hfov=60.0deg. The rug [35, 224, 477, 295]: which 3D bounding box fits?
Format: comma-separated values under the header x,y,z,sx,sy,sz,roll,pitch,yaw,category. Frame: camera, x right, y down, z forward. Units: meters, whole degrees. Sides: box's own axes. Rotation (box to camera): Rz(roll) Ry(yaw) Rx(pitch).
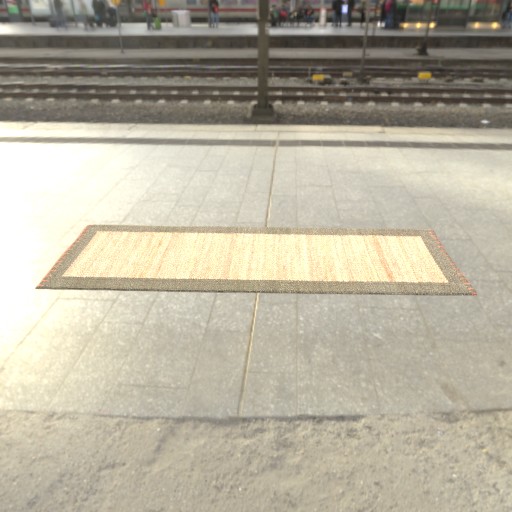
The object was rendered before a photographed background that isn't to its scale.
x,y,z,sx,sy,sz,roll,pitch,yaw,category
0.000,0.000,2.748,2.413,0.016,0.810,1,30,2,rug
